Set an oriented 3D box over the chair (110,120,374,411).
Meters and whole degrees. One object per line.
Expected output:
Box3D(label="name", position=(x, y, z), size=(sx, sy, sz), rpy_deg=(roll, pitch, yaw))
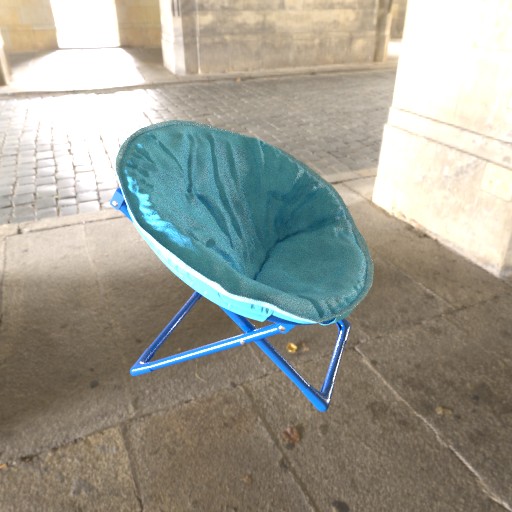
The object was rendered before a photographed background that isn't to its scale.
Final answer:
Box3D(label="chair", position=(0.000, 0.000, 0.895), size=(0.465, 0.478, 0.520), rpy_deg=(10, 32, 17))
